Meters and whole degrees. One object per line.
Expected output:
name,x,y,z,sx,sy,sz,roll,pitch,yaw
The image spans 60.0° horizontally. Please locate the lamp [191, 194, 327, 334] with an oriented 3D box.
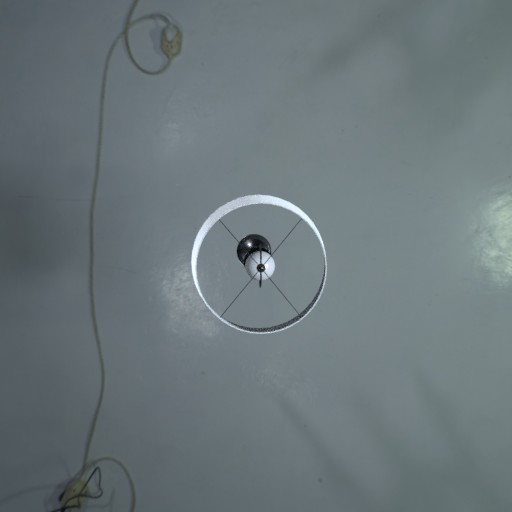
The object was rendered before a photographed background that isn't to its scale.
lamp,0.000,0.000,1.785,0.379,1.623,0.379,0,92,-1
